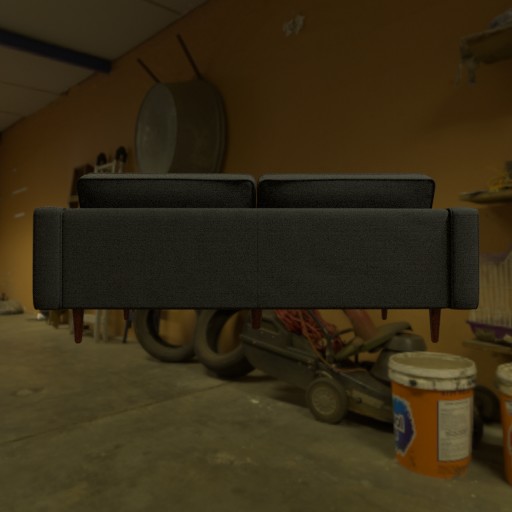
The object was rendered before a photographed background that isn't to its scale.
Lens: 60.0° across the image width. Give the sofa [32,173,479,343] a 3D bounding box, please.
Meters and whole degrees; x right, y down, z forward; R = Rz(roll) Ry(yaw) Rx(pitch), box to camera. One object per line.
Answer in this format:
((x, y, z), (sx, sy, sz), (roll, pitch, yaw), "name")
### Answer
((0.000, 0.000, 2.294), (1.875, 0.759, 0.914), (0, -1, -1), "sofa")
